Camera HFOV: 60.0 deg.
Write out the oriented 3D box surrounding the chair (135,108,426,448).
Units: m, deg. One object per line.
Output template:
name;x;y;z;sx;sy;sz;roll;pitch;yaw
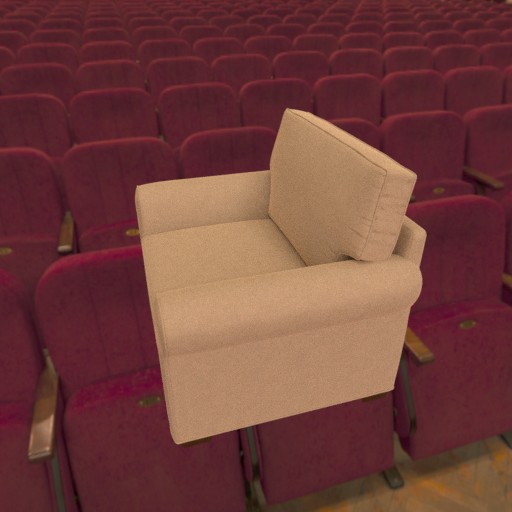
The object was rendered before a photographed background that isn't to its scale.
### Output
chair;0.000;0.000;1.762;0.863;0.955;1.040;-9;32;-14
